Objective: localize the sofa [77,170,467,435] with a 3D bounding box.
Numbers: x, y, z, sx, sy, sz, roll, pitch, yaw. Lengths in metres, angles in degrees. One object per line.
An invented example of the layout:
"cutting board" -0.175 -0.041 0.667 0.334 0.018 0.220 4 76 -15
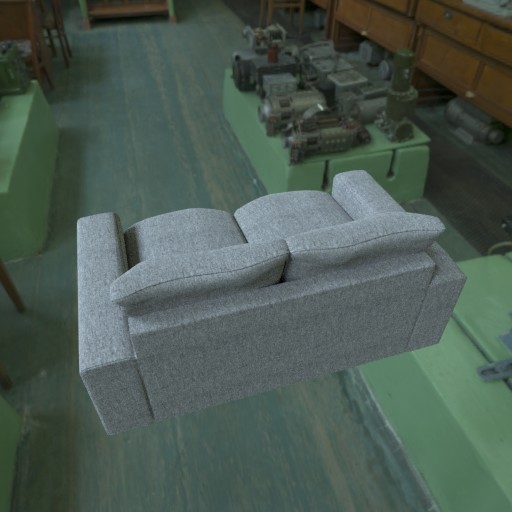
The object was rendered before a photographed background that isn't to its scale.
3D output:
"sofa" 0.000 0.000 2.342 1.758 0.877 1.094 -12 43 -13
